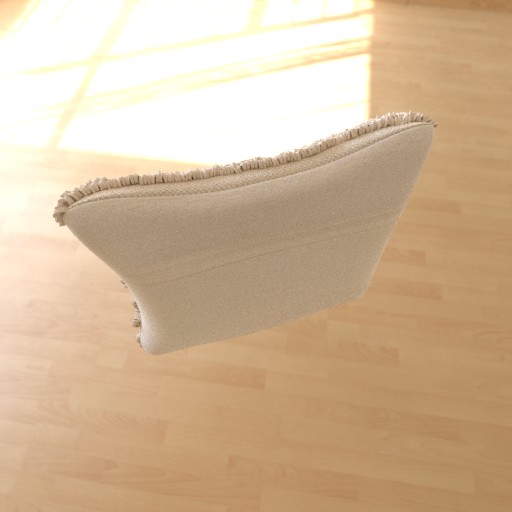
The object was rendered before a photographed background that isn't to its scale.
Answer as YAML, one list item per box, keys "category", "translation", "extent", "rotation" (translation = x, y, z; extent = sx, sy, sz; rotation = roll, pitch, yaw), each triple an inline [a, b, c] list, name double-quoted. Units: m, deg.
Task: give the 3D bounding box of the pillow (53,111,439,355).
- category: "pillow"
  translation: [0.000, 0.000, 0.652]
  extent: [0.437, 0.427, 0.145]
  rotation: [-14, 60, -9]
